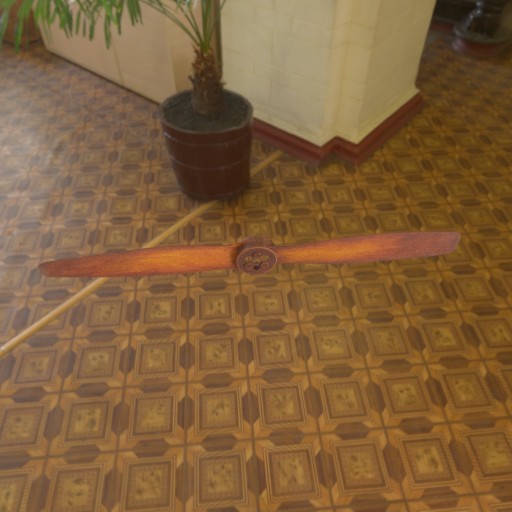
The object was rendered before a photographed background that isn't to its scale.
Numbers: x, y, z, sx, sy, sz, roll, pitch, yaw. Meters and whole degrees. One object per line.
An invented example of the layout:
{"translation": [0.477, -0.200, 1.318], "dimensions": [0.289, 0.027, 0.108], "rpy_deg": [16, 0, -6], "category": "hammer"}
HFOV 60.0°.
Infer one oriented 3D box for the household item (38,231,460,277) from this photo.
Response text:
{"translation": [0.000, 0.000, 1.248], "dimensions": [1.181, 0.121, 0.051], "rpy_deg": [-4, 47, -4], "category": "household item"}
